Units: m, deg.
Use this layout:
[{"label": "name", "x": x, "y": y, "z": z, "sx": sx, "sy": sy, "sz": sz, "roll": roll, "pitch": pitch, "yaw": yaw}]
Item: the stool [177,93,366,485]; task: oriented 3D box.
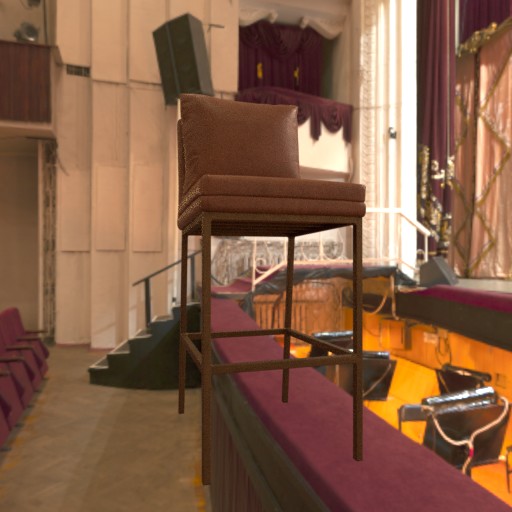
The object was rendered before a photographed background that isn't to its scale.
[{"label": "stool", "x": 0.000, "y": 0.000, "z": 1.410, "sx": 0.463, "sy": 1.124, "sz": 0.571, "roll": 0, "pitch": 0, "yaw": -18}]
